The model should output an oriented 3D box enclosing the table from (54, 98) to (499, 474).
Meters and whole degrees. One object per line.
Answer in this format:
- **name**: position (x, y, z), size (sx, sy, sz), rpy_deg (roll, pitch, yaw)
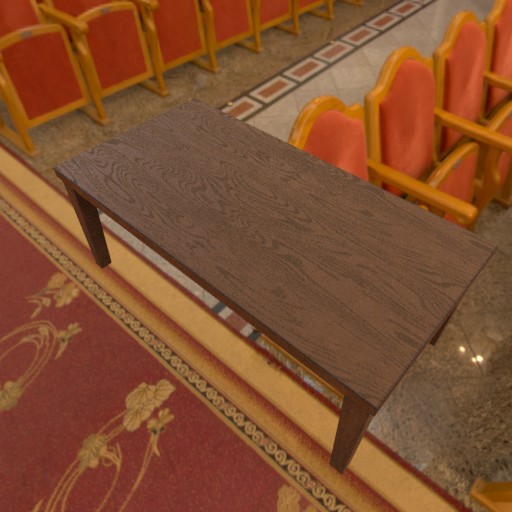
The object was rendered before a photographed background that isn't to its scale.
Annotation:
- **table**: position (0.000, 0.000, 2.433), size (1.981, 0.762, 1.016), rpy_deg (33, 55, 27)
